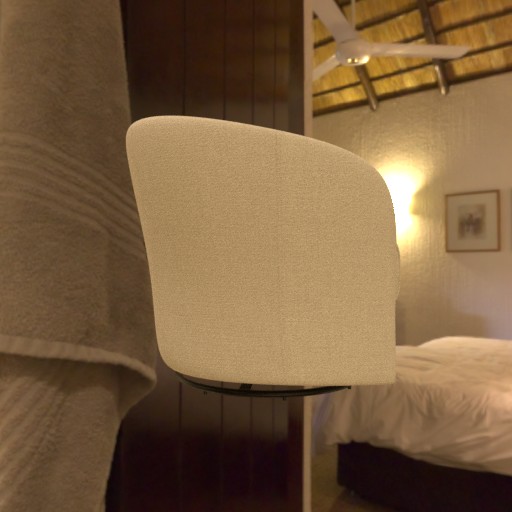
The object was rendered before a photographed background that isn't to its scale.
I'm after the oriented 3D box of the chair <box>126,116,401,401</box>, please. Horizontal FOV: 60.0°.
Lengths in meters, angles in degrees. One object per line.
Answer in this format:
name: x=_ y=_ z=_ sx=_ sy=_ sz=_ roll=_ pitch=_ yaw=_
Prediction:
chair: x=0.000 y=0.000 z=1.455 sx=0.815 sy=0.771 sz=0.791 roll=0 pitch=-2 yaw=0
